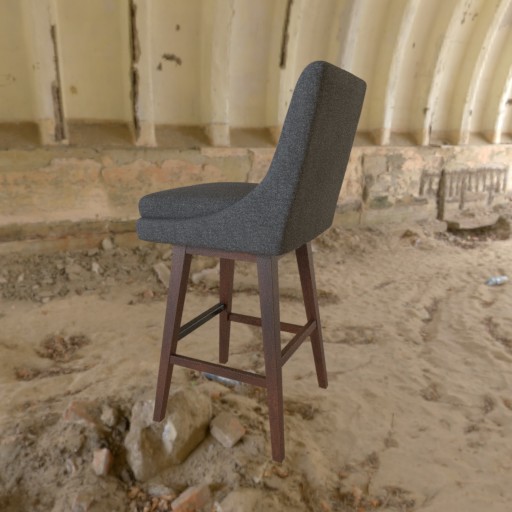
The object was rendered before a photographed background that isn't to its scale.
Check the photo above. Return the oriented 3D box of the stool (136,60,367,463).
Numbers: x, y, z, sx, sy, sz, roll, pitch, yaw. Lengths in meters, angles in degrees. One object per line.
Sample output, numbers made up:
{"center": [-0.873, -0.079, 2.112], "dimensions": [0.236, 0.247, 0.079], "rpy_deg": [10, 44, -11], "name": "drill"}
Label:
{"center": [0.000, 0.000, 1.409], "dimensions": [0.572, 1.068, 0.489], "rpy_deg": [7, 16, 25], "name": "stool"}
